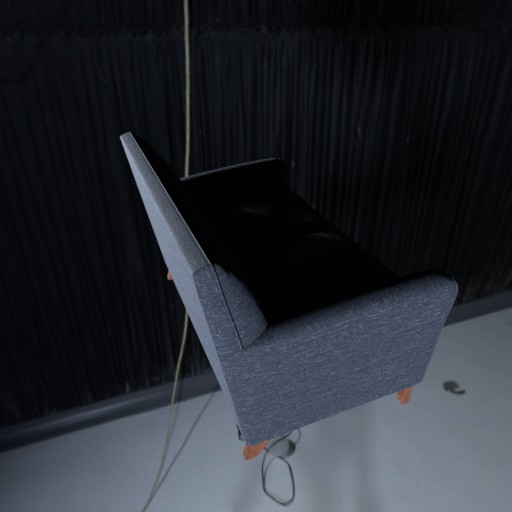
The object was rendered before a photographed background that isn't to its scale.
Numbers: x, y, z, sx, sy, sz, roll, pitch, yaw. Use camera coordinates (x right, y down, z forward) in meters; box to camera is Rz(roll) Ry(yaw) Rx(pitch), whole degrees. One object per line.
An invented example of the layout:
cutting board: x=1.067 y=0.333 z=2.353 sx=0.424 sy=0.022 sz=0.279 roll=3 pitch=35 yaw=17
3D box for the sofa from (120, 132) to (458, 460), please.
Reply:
sofa: x=0.000 y=0.000 z=1.950 sx=0.875 sy=0.846 sz=1.420 roll=-12 pitch=32 yaw=-19
